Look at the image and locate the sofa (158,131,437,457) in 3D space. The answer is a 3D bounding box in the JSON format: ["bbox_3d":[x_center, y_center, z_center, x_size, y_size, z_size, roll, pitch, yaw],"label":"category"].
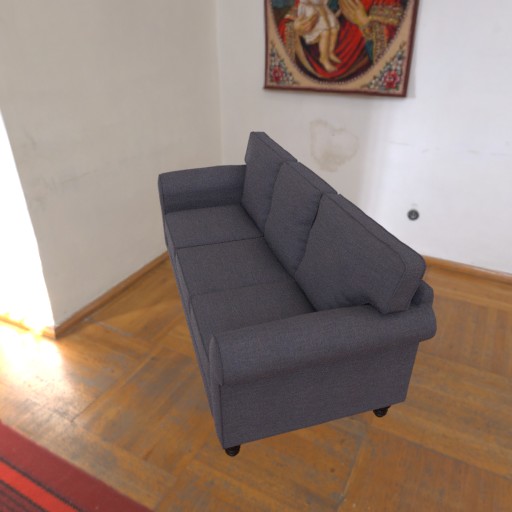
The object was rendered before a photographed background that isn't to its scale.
[{"bbox_3d":[0.000,0.000,2.593,0.909,0.966,2.084,-9,31,-15],"label":"sofa"}]
